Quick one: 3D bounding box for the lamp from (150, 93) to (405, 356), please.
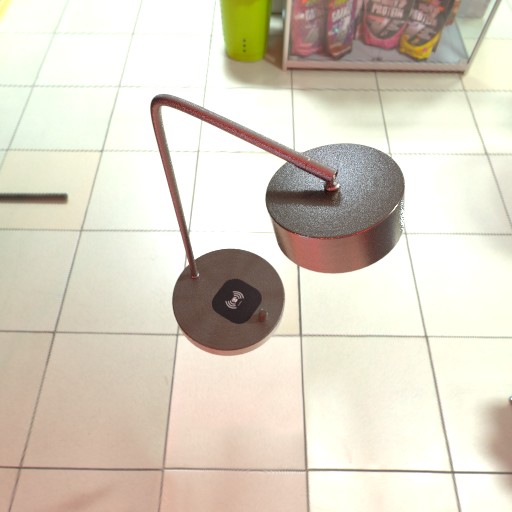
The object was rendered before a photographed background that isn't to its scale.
[{"bbox_3d":[0.000,0.000,0.637,0.334,0.469,0.211,30,64,17],"label":"lamp"}]
